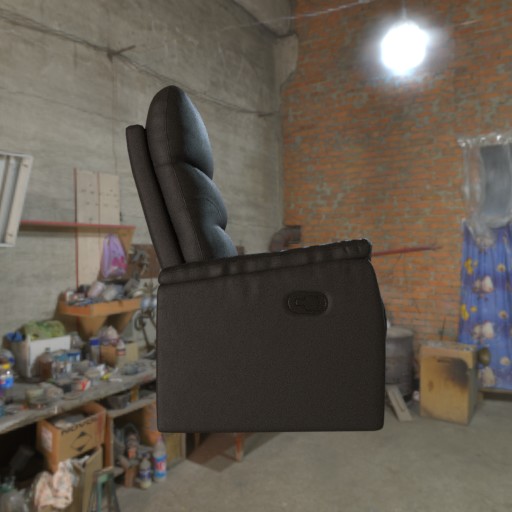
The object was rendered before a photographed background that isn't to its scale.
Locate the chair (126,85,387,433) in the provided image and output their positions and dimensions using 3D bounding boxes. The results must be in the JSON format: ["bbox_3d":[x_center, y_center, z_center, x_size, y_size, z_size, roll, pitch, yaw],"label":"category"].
[{"bbox_3d":[0.000,0.000,1.647,0.831,1.082,0.775,0,0,-2],"label":"chair"}]
